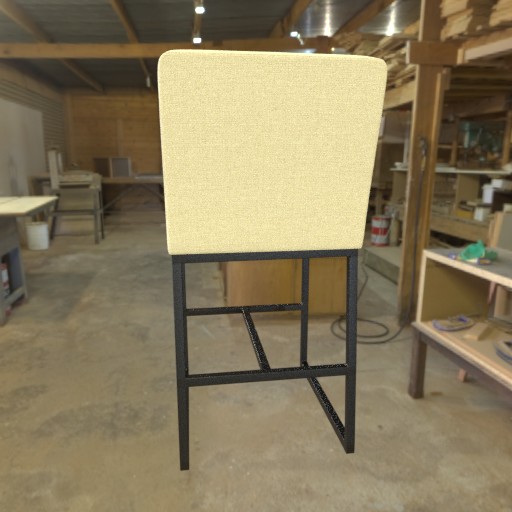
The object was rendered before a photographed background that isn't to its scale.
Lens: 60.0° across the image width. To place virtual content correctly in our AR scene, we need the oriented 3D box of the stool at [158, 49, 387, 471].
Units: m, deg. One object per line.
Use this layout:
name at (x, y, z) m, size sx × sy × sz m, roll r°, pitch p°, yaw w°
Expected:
stool at (0.000, 0.000, 1.214) m, size 0.460 × 0.940 × 0.560 m, roll -2°, pitch 13°, yaw -8°
